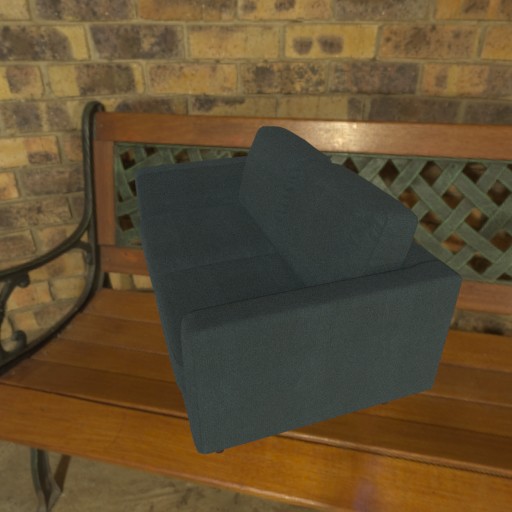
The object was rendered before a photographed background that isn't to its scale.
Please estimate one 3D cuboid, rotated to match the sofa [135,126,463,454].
[{"bbox_3d":[0.000,0.000,2.126,0.999,0.930,1.518,-10,32,-16],"label":"sofa"}]
